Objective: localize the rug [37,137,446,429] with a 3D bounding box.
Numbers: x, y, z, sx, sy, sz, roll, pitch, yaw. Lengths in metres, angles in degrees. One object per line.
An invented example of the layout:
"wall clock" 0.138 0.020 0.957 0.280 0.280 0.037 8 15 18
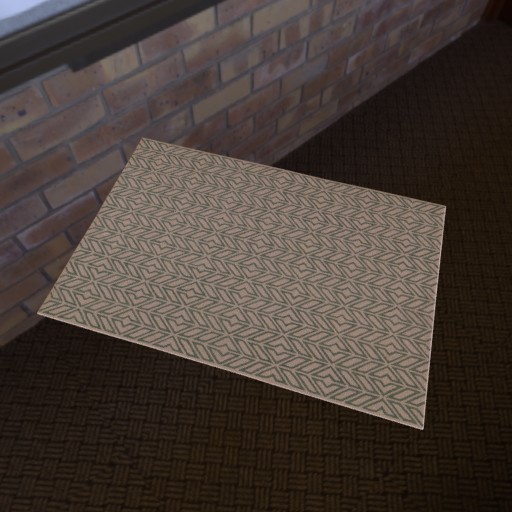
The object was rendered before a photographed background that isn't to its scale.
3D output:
"rug" 0.000 0.000 2.290 1.828 0.007 1.220 14 60 8
